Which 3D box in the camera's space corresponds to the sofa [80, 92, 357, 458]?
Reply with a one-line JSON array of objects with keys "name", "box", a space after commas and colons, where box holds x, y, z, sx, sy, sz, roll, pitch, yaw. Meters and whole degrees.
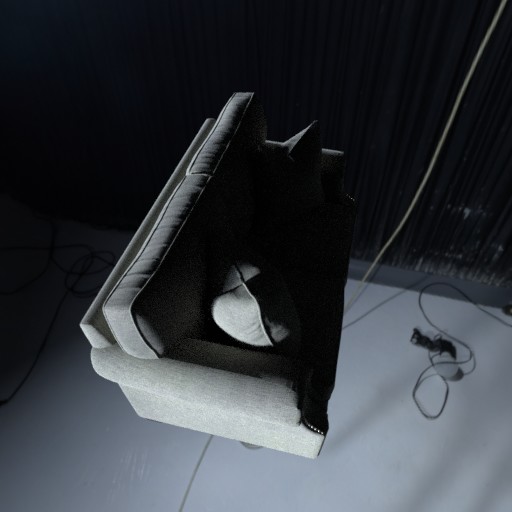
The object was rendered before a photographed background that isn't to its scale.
[{"name": "sofa", "box": [0.000, 0.000, 2.255, 0.966, 0.966, 1.701, 10, 47, 9]}]
